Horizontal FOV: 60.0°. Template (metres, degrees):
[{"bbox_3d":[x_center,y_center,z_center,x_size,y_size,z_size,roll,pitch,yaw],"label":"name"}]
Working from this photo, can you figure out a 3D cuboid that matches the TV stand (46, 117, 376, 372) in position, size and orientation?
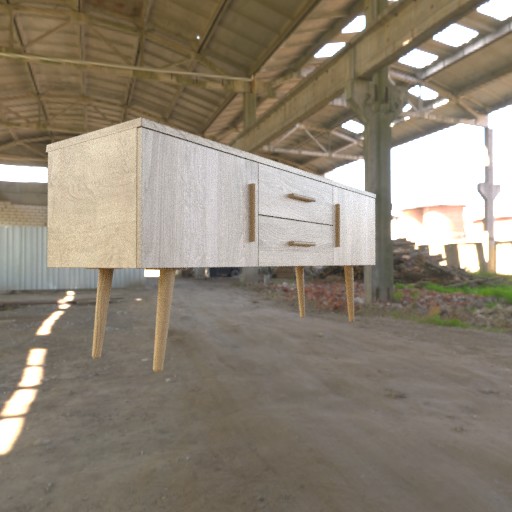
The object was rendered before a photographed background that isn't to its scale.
[{"bbox_3d":[0.000,0.000,1.563,0.401,0.565,1.313,-1,-1,36],"label":"TV stand"}]
